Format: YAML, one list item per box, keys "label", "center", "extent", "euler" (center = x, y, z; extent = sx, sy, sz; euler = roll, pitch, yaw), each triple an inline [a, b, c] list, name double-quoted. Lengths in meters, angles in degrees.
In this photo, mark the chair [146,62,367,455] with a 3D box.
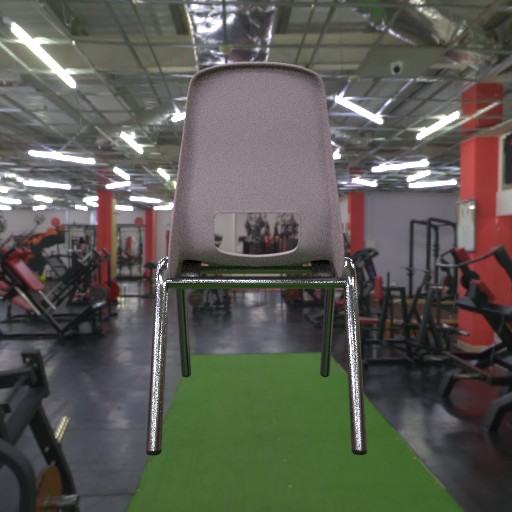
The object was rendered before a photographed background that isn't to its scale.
- label: "chair"
  center: [0.000, 0.000, 0.855]
  extent: [0.354, 0.586, 0.423]
  euler: [0, 1, 0]
